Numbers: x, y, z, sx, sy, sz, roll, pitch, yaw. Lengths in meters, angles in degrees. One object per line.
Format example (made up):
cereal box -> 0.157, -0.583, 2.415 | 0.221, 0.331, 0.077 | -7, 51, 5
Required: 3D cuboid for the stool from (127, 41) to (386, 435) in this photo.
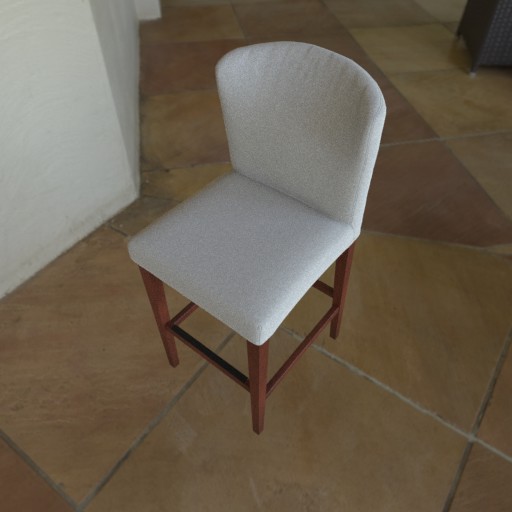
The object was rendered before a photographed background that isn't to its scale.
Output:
stool -> 0.000, 0.000, 1.349 | 0.479, 1.069, 0.568 | 30, 54, 25
